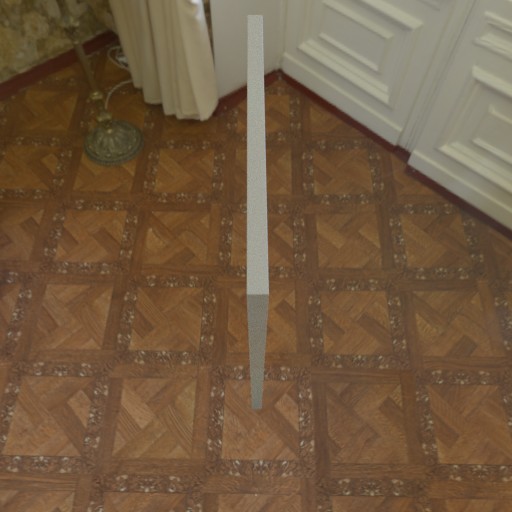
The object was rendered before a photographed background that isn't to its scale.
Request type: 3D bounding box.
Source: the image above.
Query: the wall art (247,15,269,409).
[{"bbox_3d":[0.000,0.000,1.438,0.038,1.143,0.764,0,62,0],"label":"wall art"}]
